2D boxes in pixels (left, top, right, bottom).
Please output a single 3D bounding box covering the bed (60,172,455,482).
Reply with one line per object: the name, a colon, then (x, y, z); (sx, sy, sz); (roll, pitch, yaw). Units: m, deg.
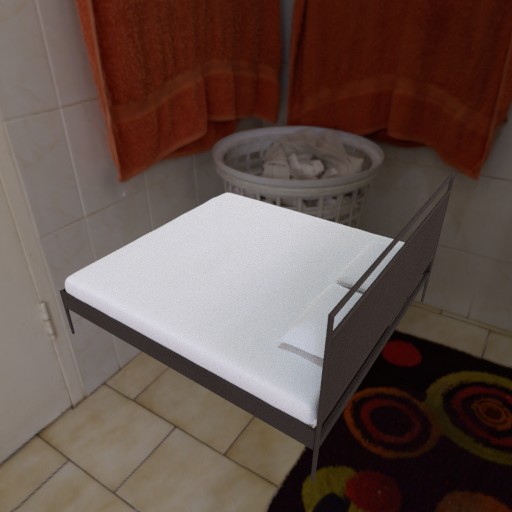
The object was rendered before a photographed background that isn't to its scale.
bed: (0.000, 0.000, 3.347); (2.151, 1.173, 1.993); (20, 37, 29)
